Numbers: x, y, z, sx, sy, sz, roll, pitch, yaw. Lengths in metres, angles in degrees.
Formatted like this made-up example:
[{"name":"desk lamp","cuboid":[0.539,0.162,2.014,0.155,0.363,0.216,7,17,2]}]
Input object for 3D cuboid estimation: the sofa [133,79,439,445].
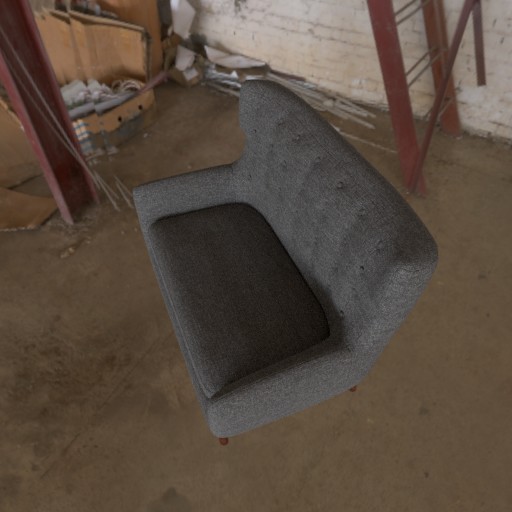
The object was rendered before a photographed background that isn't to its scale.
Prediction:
[{"name":"sofa","cuboid":[0.000,0.000,2.036,0.874,1.028,1.358,-17,49,-15]}]
